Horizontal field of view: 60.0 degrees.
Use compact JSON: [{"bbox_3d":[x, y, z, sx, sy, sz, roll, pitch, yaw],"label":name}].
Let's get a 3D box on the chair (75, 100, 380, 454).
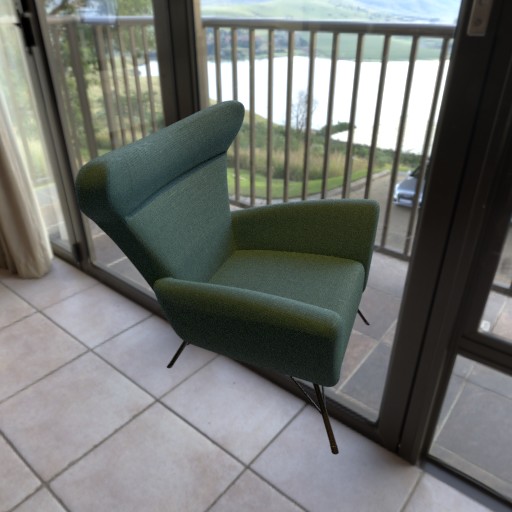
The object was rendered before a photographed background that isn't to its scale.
[{"bbox_3d":[0.000,0.000,1.739,0.900,0.980,1.050,11,32,18],"label":"chair"}]
